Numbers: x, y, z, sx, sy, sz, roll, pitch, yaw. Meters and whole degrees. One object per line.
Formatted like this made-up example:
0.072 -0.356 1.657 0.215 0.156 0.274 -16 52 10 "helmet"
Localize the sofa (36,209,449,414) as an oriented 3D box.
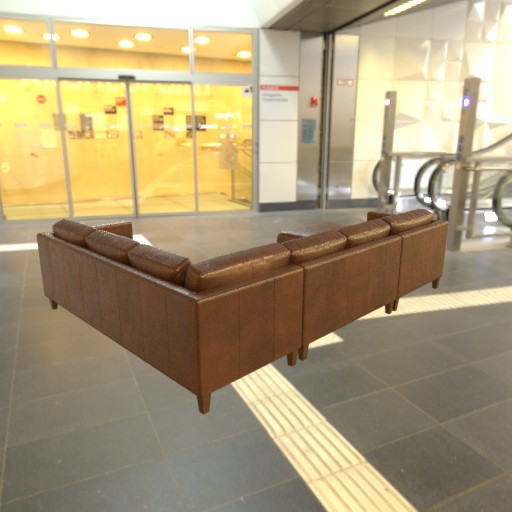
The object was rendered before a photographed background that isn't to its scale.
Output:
0.000 0.000 4.468 3.324 0.891 2.452 -15 21 -43 "sofa"
